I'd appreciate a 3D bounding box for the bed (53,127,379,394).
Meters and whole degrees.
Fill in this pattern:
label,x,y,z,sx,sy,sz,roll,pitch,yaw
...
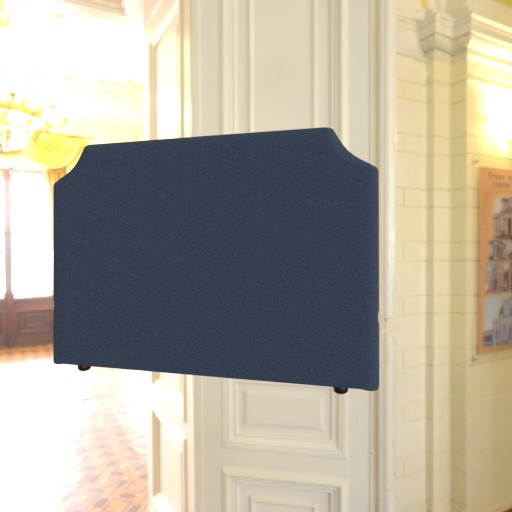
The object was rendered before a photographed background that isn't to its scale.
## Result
label,x,y,z,sx,sy,sz,roll,pitch,yaw
bed,0.000,0.000,3.384,1.831,1.297,2.260,0,1,16
